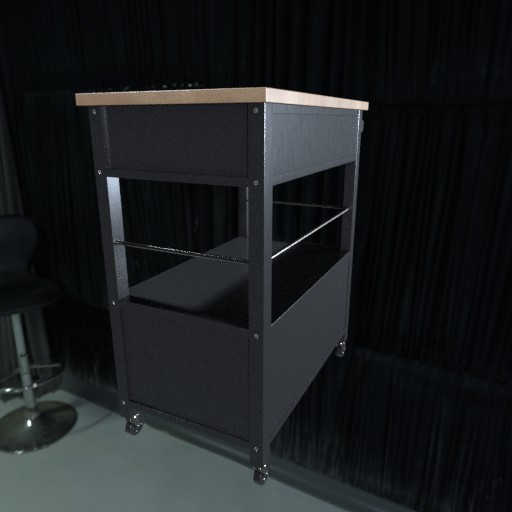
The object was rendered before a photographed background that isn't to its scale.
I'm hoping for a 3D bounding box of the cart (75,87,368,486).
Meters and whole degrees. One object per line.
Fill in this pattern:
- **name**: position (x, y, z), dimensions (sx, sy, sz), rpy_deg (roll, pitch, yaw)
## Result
- **cart**: position (0.000, 0.000, 1.351), dimensions (0.459, 0.901, 0.840), rpy_deg (8, 19, 25)
